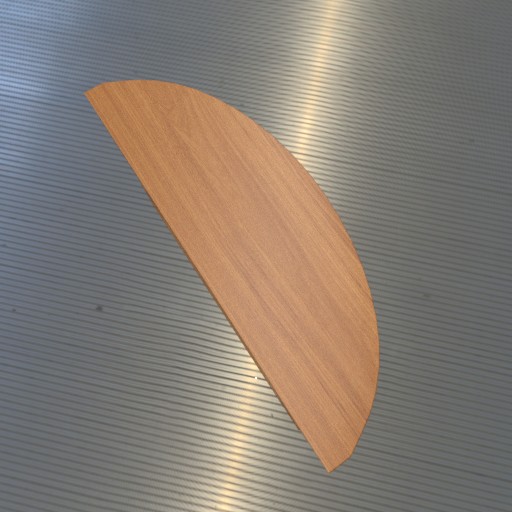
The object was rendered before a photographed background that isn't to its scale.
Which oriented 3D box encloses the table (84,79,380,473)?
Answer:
[{"bbox_3d":[0.000,0.000,1.500,0.394,0.692,1.198,-32,77,-8],"label":"table"}]
